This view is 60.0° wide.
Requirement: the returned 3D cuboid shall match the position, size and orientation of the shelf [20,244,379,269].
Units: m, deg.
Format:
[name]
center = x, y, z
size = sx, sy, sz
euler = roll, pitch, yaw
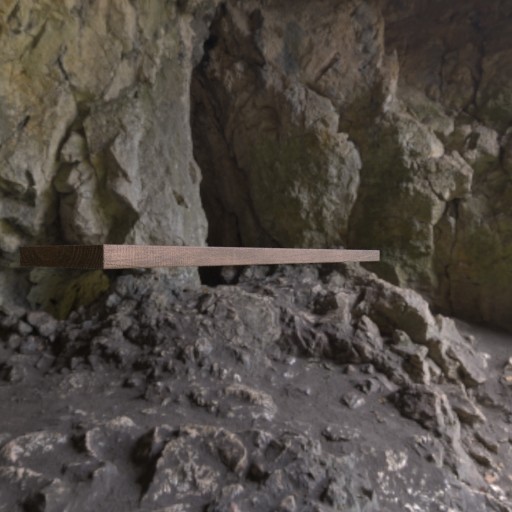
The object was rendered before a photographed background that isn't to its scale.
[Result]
[shelf]
center = 0.000, 0.000, 0.649
size = 0.140, 0.020, 0.610
euler = 0, 0, 36
